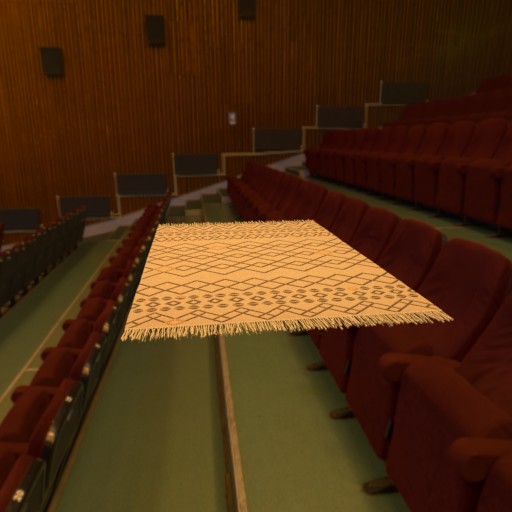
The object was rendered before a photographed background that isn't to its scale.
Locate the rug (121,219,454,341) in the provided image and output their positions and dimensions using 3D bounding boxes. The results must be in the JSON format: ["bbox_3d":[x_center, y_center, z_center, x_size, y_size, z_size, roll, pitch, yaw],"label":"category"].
[{"bbox_3d":[0.000,0.000,2.539,1.224,0.028,2.023,-2,16,-8],"label":"rug"}]
